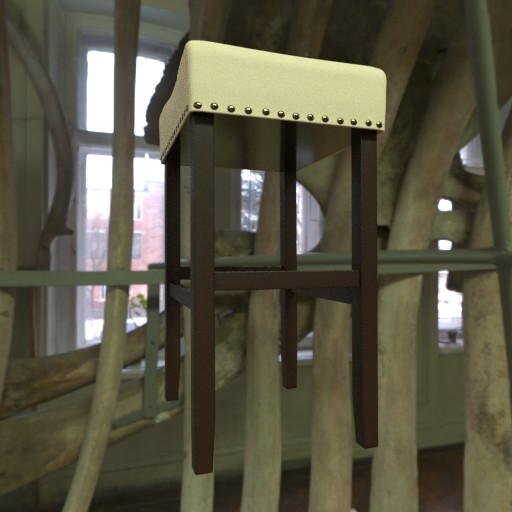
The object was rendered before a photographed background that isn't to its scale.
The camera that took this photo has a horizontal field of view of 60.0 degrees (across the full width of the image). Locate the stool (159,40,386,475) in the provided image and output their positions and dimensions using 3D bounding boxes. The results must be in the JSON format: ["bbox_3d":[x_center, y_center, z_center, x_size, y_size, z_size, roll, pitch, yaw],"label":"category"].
[{"bbox_3d":[0.000,0.000,1.033,0.401,0.762,0.471,0,0,-18],"label":"stool"}]
